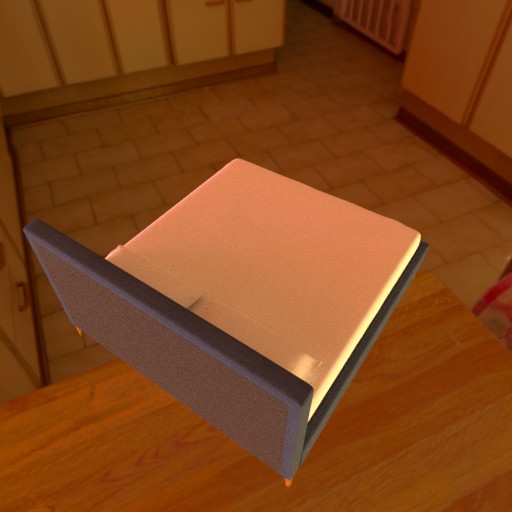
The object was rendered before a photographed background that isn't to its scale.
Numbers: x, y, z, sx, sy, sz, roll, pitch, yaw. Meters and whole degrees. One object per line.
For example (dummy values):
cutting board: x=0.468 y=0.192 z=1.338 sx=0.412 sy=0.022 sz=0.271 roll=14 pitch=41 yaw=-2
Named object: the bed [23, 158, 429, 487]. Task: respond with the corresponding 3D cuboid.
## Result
bed: x=0.000 y=0.000 z=3.458 sx=2.096 sy=1.231 sz=2.232 roll=27 pitch=52 yaw=23
